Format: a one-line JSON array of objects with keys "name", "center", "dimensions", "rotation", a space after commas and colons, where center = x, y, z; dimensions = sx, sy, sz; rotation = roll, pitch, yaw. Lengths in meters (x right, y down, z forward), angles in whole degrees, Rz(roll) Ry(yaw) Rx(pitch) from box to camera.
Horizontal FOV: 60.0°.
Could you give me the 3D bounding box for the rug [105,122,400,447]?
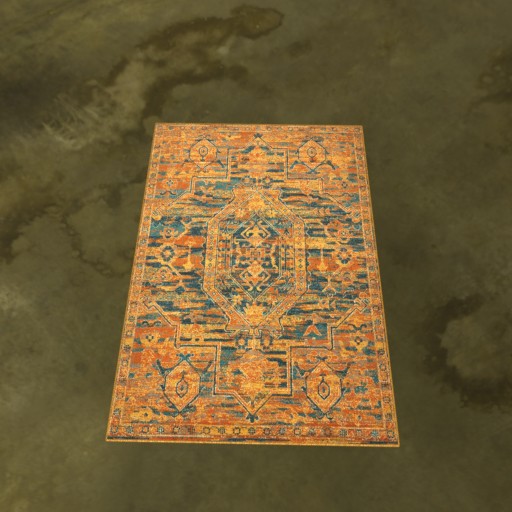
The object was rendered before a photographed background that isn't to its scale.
[{"name": "rug", "center": [0.000, 0.000, 3.722], "dimensions": [2.043, 0.019, 2.916], "rotation": [1, 63, 0]}]
